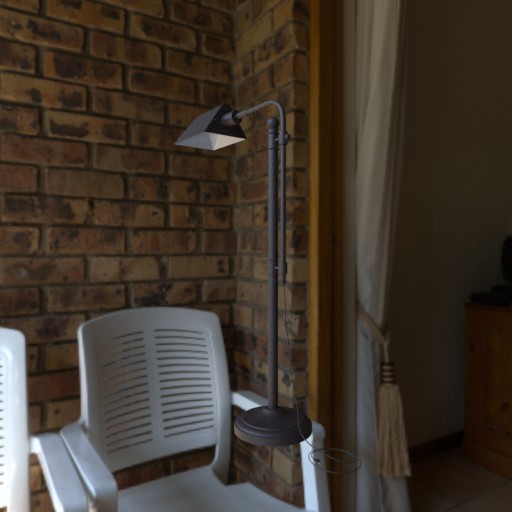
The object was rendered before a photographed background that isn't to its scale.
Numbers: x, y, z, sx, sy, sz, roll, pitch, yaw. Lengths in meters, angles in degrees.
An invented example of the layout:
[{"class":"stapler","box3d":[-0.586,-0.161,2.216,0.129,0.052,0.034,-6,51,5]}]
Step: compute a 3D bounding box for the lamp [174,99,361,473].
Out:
[{"class":"lamp","box3d":[0.000,0.000,0.947,0.159,0.708,0.545,-1,1,-37]}]
